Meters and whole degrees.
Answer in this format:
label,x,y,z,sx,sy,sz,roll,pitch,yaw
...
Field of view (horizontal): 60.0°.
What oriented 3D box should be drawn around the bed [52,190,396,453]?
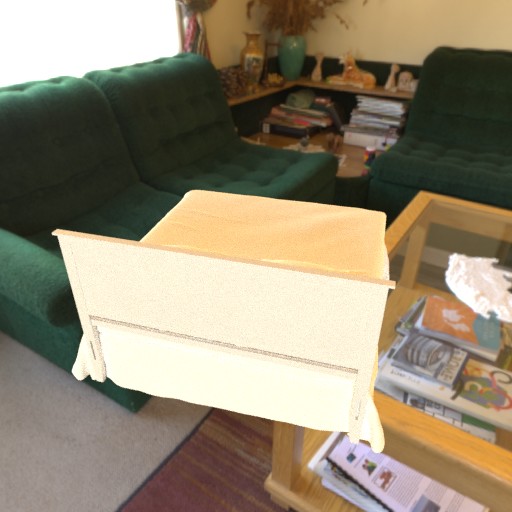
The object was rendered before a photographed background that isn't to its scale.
label,x,y,z,sx,sy,sz,roll,pitch,yaw
bed,0.000,0.000,3.647,2.317,1.273,2.215,9,33,14
